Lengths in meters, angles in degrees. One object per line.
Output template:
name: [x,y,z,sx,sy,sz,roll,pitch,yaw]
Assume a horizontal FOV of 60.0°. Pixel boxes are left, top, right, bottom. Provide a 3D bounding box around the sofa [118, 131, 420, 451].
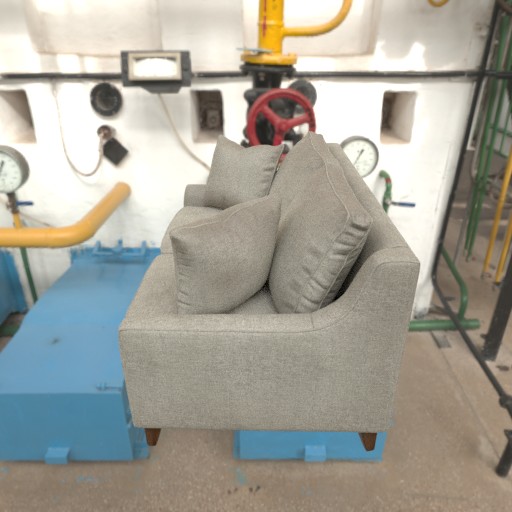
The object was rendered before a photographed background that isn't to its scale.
sofa: [0.000,0.000,1.972,0.915,0.863,1.422,0,27,1]
